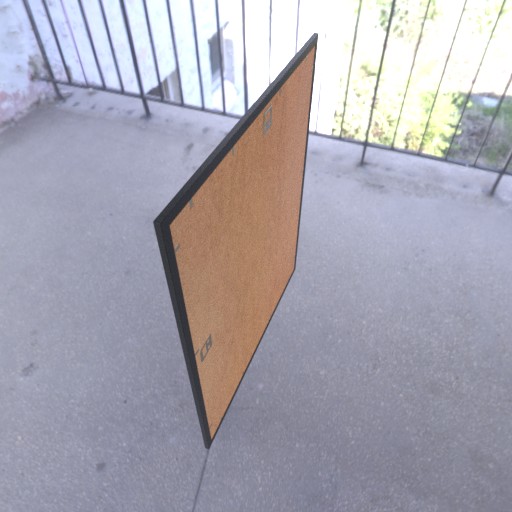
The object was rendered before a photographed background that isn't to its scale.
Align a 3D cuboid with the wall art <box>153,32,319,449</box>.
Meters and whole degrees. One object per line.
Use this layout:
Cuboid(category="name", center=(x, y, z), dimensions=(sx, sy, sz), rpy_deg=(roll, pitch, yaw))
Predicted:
Cuboid(category="wall art", center=(0.000, 0.000, 0.886), dimensions=(0.018, 0.660, 0.559), rpy_deg=(17, 49, 15))
